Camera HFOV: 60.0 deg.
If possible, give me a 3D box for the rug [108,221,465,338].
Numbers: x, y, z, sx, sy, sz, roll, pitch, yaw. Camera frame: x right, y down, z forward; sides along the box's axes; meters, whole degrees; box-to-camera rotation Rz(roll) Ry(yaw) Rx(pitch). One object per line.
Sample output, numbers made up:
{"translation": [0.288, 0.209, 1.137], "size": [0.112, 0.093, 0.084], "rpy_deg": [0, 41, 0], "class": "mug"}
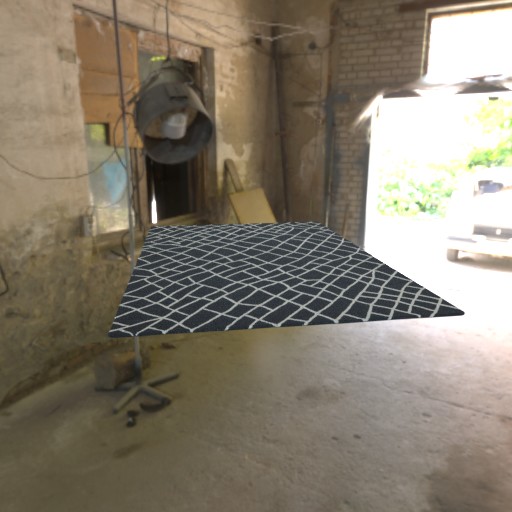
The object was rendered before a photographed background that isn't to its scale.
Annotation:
{"translation": [0.000, 0.000, 2.343], "size": [1.223, 0.013, 1.830], "rpy_deg": [-2, 15, -9], "class": "rug"}
